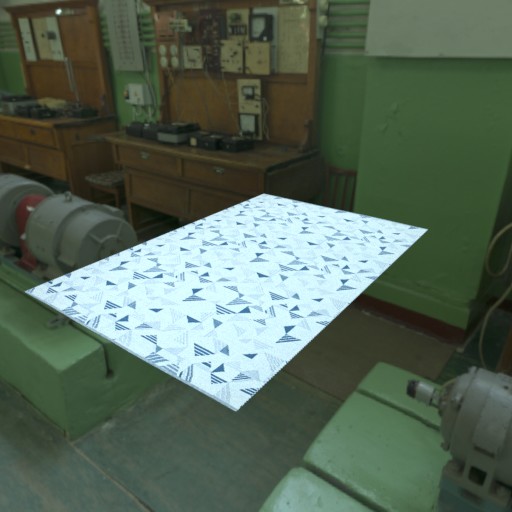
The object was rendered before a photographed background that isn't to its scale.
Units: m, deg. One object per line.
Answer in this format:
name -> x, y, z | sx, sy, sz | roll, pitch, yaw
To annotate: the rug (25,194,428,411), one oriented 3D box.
rug -> 0.000, 0.000, 2.306 | 1.206, 0.003, 1.835 | 17, 30, 33
